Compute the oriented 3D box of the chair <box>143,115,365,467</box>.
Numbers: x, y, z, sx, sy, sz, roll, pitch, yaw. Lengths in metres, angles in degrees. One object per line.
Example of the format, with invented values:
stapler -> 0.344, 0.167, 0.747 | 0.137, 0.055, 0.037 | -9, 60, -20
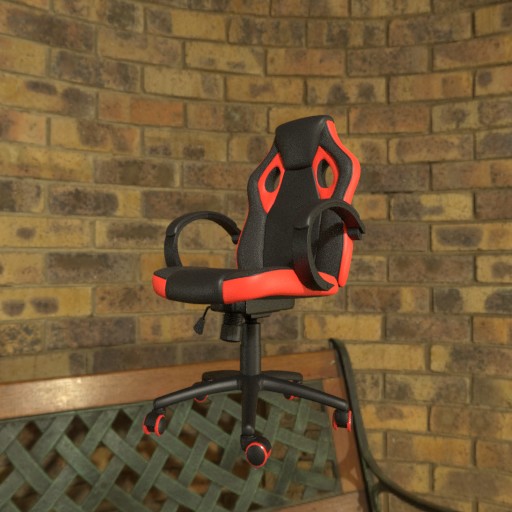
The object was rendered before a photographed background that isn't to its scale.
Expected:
chair -> 0.000, 0.000, 1.408 | 0.600, 1.016, 0.642 | -1, -1, 37
